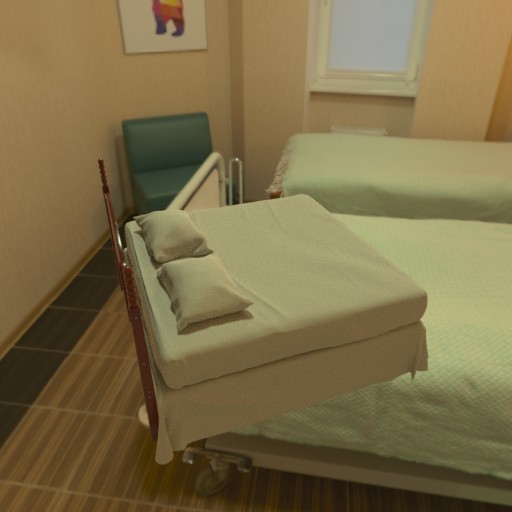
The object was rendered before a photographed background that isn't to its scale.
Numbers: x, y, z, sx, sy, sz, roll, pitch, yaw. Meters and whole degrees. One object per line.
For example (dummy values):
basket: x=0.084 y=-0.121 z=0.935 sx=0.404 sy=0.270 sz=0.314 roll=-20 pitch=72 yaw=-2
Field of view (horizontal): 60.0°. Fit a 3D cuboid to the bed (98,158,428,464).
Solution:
bed: x=0.000 y=0.000 z=3.714 sx=2.219 sy=1.355 sz=2.322 roll=-11 pitch=32 yaw=-18
